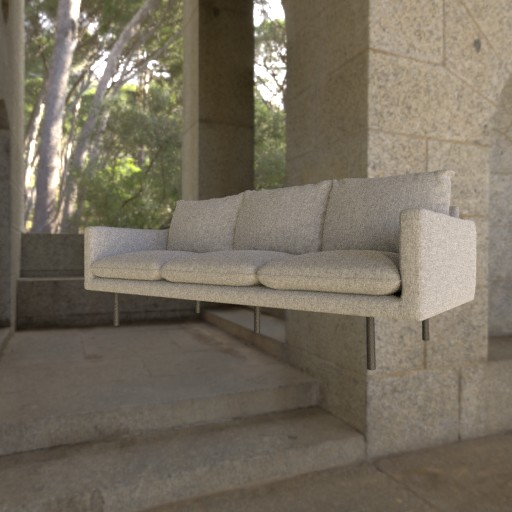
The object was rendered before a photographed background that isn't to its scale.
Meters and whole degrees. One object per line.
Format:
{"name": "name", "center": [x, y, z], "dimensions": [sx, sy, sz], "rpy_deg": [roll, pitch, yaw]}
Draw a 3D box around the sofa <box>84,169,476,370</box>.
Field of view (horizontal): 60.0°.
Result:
{"name": "sofa", "center": [0.000, 0.000, 2.380], "dimensions": [2.000, 0.830, 0.850], "rpy_deg": [1, 1, 37]}
